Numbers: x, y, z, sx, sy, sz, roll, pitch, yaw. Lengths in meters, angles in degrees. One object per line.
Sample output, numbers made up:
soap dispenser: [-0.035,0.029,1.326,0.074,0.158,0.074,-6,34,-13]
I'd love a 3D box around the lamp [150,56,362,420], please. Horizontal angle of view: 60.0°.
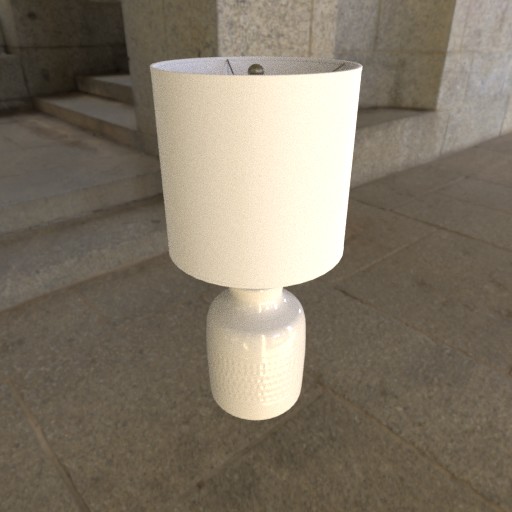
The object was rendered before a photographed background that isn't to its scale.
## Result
lamp: [0.000,0.000,0.491,0.188,0.392,0.188,9,29,17]
